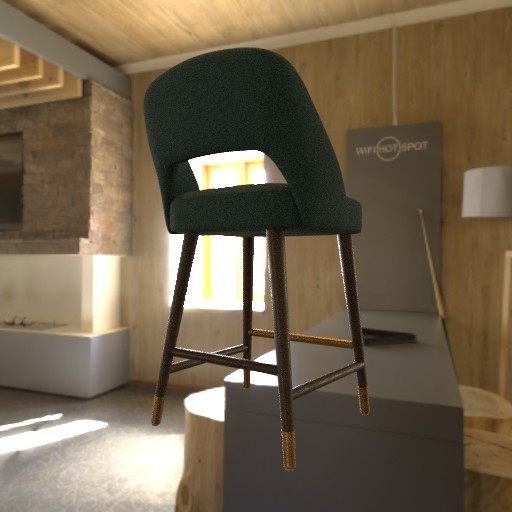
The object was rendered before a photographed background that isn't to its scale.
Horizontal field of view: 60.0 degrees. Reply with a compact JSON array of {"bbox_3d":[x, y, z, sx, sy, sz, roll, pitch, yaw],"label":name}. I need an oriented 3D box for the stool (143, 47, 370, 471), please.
[{"bbox_3d":[0.000,0.000,1.239,0.536,0.939,0.522,0,0,36],"label":"stool"}]
